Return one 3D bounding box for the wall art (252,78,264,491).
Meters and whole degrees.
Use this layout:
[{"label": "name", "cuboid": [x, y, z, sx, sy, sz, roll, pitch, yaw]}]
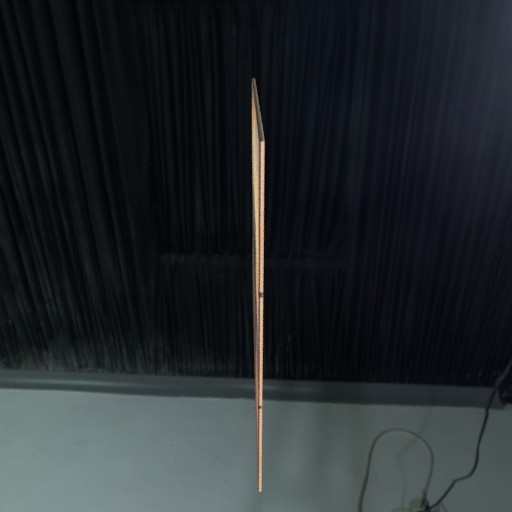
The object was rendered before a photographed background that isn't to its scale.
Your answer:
[{"label": "wall art", "cuboid": [0.000, 0.000, 1.800, 0.013, 1.218, 1.216, -1, 28, -1]}]
